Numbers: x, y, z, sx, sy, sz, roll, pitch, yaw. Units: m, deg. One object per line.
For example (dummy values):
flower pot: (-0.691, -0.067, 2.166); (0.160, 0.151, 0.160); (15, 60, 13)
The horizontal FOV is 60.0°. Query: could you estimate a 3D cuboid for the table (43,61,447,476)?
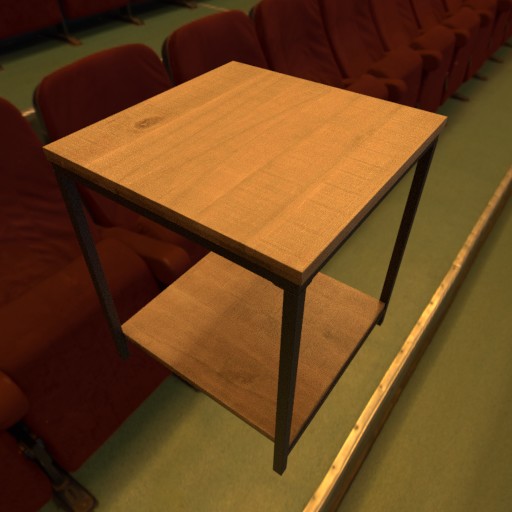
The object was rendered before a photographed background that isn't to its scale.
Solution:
table: (0.000, 0.000, 0.971); (0.503, 0.589, 0.507); (26, 48, 26)
